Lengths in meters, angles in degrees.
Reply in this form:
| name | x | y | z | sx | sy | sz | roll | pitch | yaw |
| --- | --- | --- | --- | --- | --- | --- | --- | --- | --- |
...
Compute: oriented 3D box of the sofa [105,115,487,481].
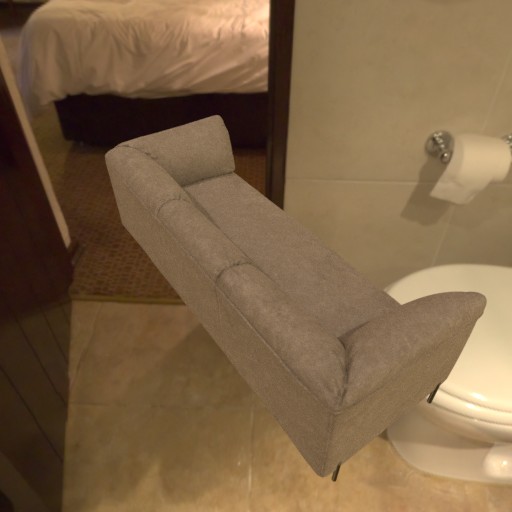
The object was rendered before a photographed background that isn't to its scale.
| name | x | y | z | sx | sy | sz | roll | pitch | yaw |
| --- | --- | --- | --- | --- | --- | --- | --- | --- | --- |
| sofa | 0.000 | 0.000 | 2.573 | 0.899 | 0.758 | 2.238 | -25 | 48 | -25 |
